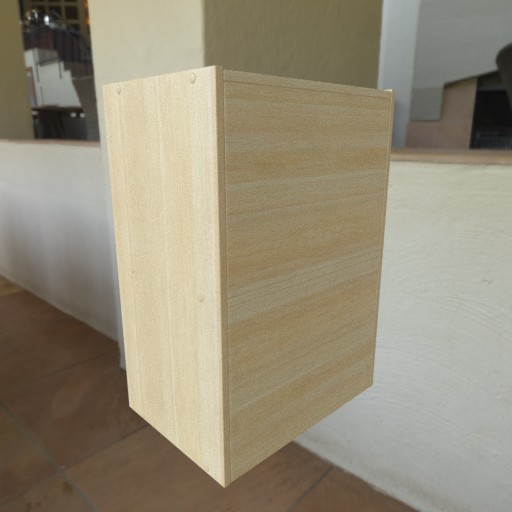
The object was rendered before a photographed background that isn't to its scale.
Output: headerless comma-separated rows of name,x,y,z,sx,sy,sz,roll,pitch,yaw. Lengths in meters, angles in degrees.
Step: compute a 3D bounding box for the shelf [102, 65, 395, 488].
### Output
shelf,0.000,0.000,0.829,0.414,0.592,0.290,-14,21,-42
